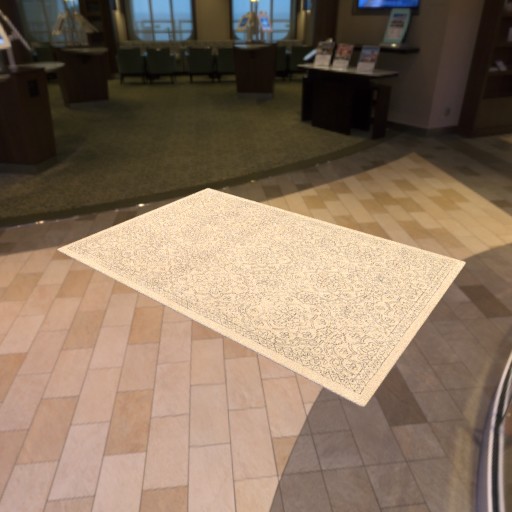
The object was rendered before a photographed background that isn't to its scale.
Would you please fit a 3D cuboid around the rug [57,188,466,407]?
[{"bbox_3d":[0.000,0.000,2.374,1.829,0.010,1.219,20,35,32],"label":"rug"}]
